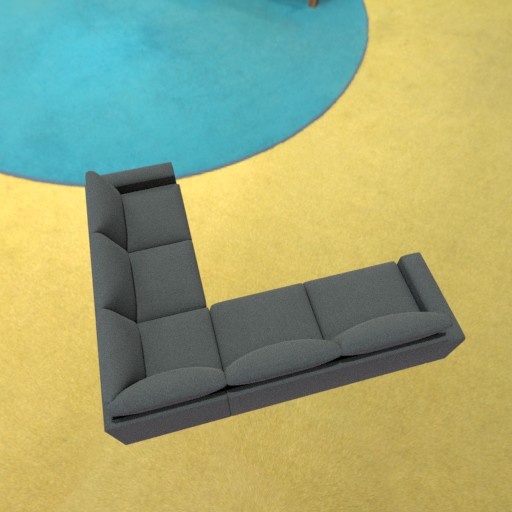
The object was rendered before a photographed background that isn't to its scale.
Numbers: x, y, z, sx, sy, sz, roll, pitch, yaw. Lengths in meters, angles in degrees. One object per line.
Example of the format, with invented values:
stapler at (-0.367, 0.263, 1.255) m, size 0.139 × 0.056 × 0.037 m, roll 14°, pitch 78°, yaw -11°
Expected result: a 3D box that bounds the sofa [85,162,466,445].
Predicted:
sofa at (0.000, 0.000, 4.725) m, size 3.277 × 0.965 × 2.895 m, roll -13°, pitch 59°, yaw -8°
